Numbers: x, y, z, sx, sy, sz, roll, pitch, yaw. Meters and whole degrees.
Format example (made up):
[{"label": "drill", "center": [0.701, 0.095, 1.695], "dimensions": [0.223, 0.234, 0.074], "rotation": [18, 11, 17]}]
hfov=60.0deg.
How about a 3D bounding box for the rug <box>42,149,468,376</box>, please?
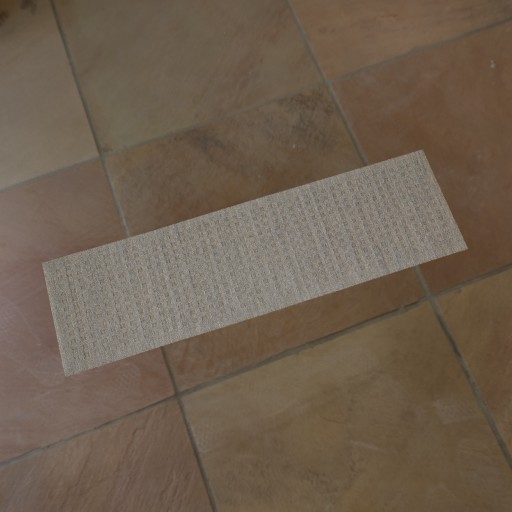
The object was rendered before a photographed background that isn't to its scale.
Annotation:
[{"label": "rug", "center": [0.000, 0.000, 2.634], "dimensions": [2.437, 0.005, 0.688], "rotation": [-17, 76, -4]}]
